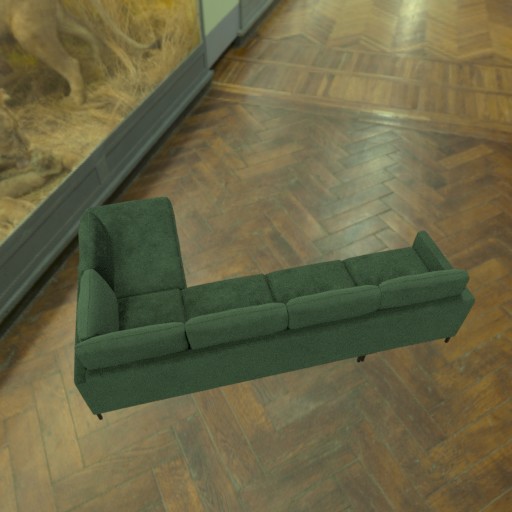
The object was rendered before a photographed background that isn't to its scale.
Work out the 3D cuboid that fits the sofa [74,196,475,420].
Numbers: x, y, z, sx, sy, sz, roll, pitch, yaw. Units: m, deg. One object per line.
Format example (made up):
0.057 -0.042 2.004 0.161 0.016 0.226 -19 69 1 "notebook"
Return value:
0.000 0.000 3.266 2.486 0.687 1.707 -10 47 -9 "sofa"
